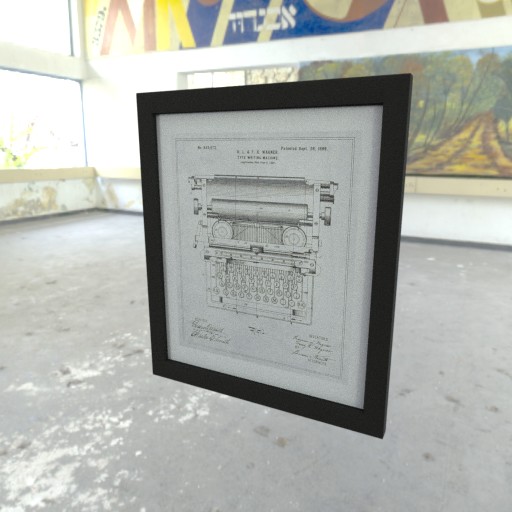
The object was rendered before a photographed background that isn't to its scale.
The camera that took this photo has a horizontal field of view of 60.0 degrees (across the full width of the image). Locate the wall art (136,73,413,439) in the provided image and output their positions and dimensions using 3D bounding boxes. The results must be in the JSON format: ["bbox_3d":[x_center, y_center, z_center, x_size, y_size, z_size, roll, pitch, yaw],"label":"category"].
[{"bbox_3d":[0.000,0.000,0.701,0.432,0.508,0.021,7,15,26],"label":"wall art"}]
